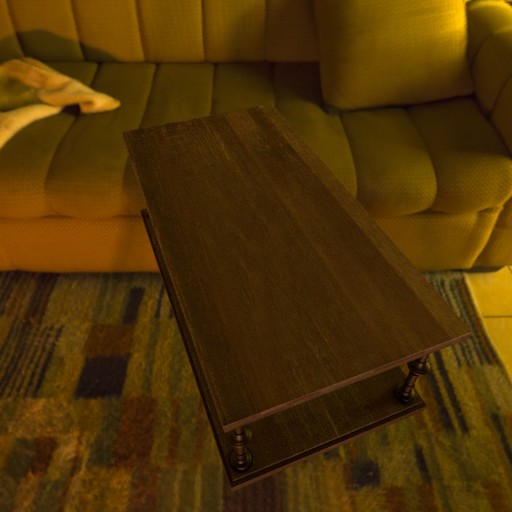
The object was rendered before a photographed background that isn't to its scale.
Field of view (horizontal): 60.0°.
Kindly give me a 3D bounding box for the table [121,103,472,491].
[{"bbox_3d":[0.000,0.000,1.353,0.554,0.373,1.088,-16,48,-15],"label":"table"}]
